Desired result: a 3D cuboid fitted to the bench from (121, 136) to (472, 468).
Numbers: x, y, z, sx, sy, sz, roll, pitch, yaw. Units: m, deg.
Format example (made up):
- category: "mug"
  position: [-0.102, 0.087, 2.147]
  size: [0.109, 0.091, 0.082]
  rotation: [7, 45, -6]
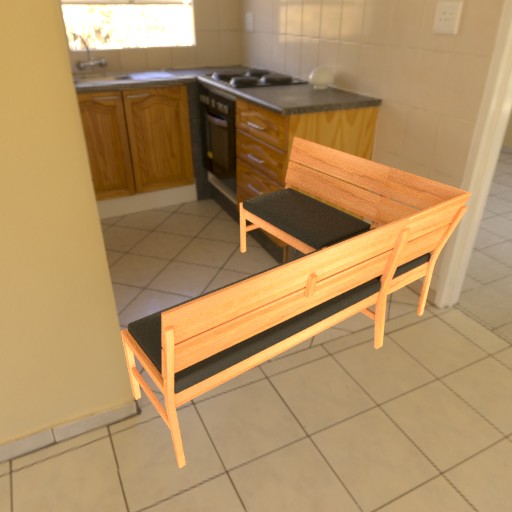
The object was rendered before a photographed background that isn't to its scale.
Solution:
- category: "bench"
  position: [0.000, 0.000, 2.811]
  size: [1.948, 0.890, 1.548]
  rotation: [-20, 35, -31]
